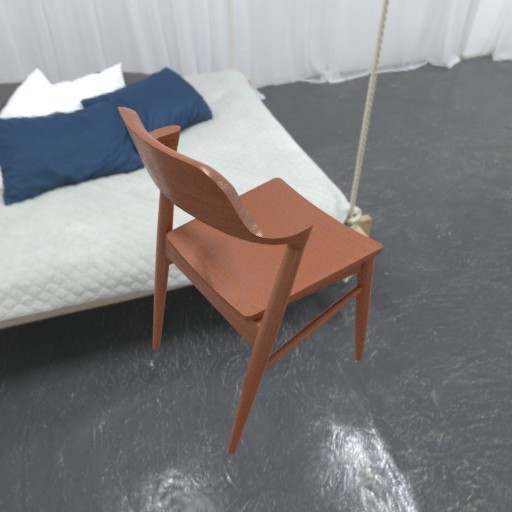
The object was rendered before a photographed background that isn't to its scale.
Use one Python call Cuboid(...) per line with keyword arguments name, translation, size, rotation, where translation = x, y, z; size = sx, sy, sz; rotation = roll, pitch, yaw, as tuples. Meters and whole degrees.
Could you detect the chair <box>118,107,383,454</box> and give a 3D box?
Cuboid(name="chair", translation=(0.000, 0.000, 1.121), size=(0.499, 0.801, 0.496), rotation=(-27, 48, -27))
